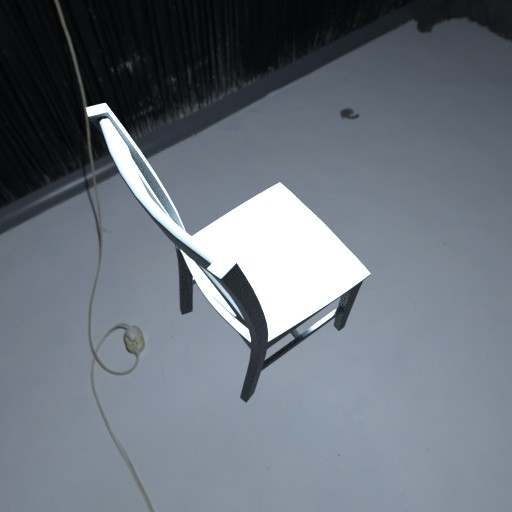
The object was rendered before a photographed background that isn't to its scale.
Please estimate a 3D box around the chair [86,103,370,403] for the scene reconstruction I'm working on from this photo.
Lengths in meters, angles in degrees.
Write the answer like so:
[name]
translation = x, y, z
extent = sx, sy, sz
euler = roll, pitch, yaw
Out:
[chair]
translation = 0.000, 0.000, 1.284
extent = 0.542, 0.983, 0.485
euler = -32, 64, -18
